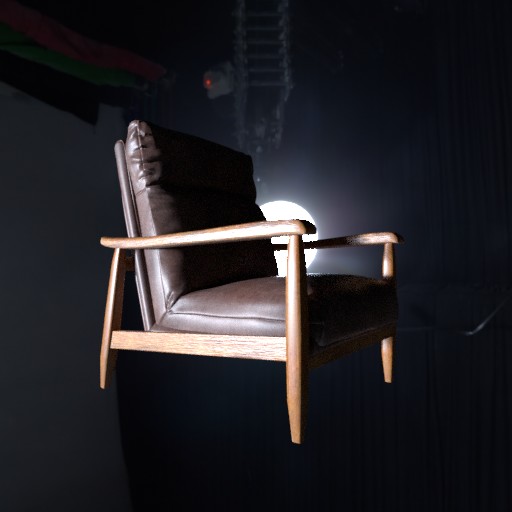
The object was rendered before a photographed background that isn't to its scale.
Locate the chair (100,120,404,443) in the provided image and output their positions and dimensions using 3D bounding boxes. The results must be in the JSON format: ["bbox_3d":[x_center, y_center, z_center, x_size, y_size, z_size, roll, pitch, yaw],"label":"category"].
[{"bbox_3d":[0.000,0.000,1.534,0.830,0.897,0.782,0,0,36],"label":"chair"}]
